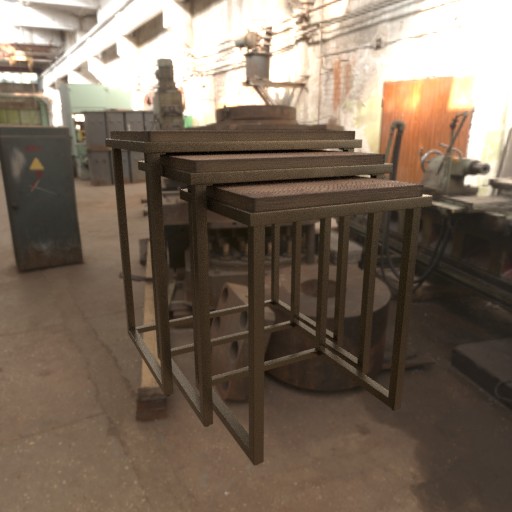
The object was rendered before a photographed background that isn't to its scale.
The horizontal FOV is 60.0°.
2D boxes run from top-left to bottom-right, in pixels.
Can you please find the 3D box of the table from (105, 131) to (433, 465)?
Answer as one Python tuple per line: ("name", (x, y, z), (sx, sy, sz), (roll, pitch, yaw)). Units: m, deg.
("table", (0.000, 0.000, 1.122), (0.559, 0.610, 0.706), (-8, 18, -27))
